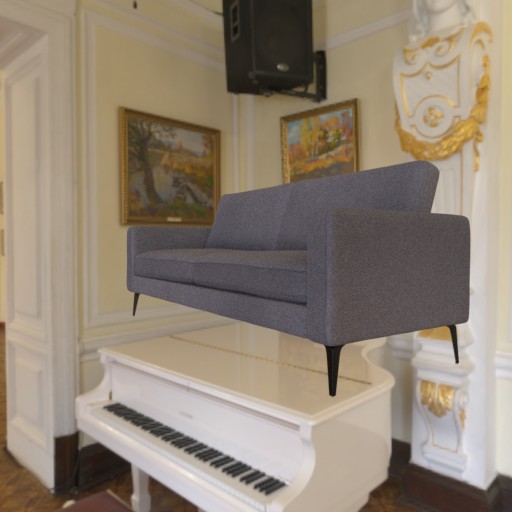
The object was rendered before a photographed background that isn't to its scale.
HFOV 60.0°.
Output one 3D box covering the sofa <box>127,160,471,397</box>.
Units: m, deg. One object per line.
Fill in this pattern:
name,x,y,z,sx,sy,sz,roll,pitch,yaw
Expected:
sofa,0.000,0.000,2.337,0.774,0.828,1.925,-1,2,-34
